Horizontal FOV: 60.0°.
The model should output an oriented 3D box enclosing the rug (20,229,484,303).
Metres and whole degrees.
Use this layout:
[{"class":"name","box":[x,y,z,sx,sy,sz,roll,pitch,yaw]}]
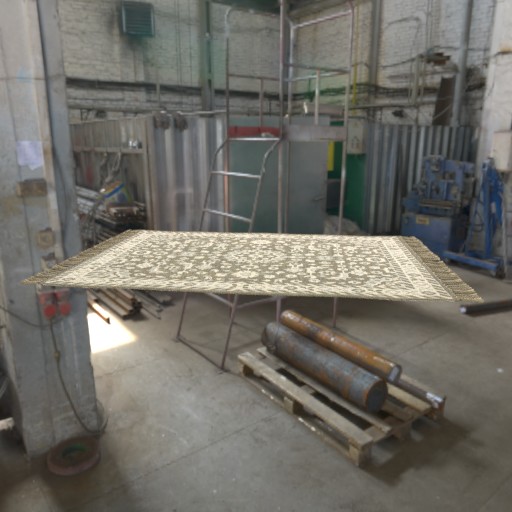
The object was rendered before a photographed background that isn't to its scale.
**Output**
[{"class":"rug","box":[0.000,0.000,3.007,2.431,0.025,1.530,2,15,7]}]
